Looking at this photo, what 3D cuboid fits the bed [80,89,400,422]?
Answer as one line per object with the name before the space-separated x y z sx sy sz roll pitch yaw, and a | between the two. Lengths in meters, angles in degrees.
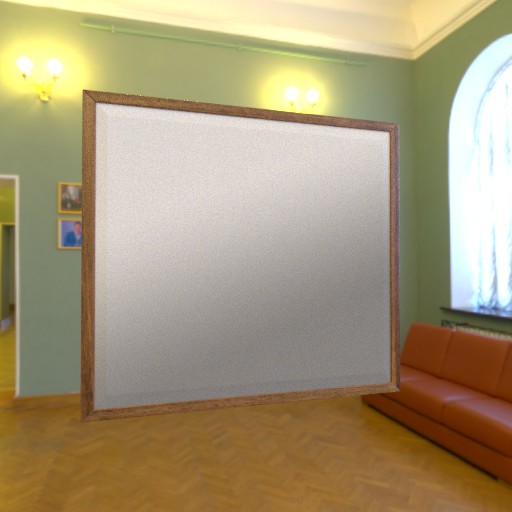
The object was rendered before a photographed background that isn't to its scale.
bed | 0.000 0.000 1.421 1.041 0.940 0.043 0 -1 -17
